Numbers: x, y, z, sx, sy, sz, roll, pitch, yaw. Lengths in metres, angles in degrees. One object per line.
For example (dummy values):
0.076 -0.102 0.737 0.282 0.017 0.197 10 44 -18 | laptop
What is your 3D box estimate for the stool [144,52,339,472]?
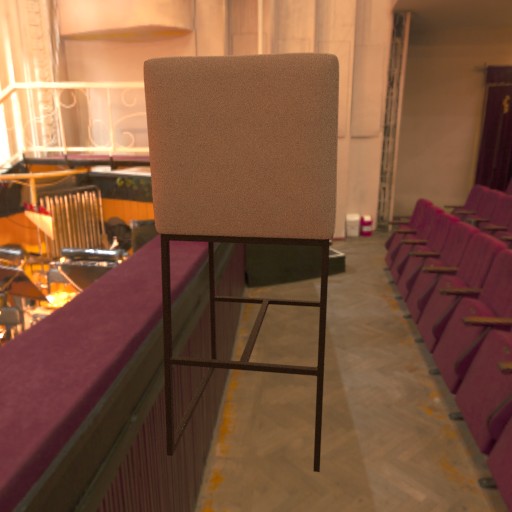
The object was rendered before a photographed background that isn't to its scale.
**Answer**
0.000 0.000 1.369 0.464 1.061 0.573 2 15 9 | stool
